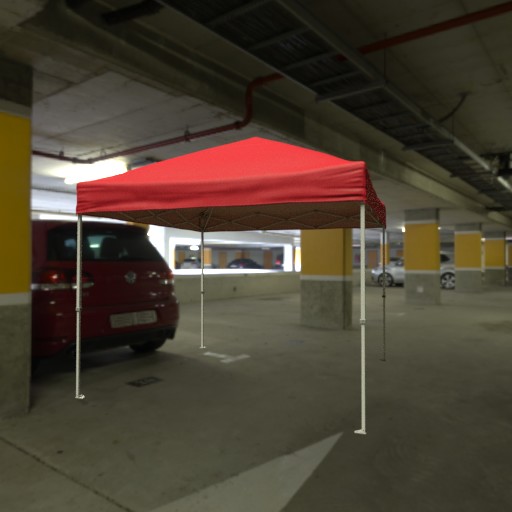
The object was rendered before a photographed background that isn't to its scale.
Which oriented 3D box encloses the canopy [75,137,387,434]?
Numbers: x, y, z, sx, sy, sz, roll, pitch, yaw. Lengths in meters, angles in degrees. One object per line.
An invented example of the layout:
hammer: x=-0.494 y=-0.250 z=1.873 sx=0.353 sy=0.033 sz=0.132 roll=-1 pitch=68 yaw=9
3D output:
canopy: x=0.000 y=0.000 z=5.559 sx=2.998 sy=2.997 sz=2.996 roll=0 pitch=-1 yaw=19
